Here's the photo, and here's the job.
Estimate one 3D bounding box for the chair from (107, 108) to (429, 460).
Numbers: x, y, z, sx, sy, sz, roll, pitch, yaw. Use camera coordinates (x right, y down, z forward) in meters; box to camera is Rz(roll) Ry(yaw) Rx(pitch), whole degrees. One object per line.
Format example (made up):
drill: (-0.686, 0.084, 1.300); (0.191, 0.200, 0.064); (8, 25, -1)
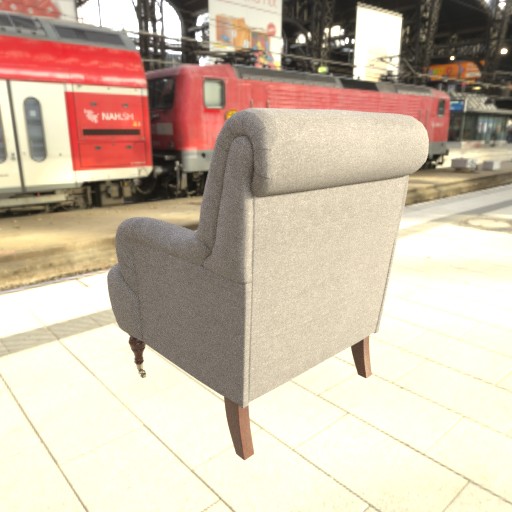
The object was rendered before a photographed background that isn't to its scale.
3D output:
chair: (0.000, 0.000, 1.530); (0.766, 0.942, 0.843); (-15, 22, -42)
